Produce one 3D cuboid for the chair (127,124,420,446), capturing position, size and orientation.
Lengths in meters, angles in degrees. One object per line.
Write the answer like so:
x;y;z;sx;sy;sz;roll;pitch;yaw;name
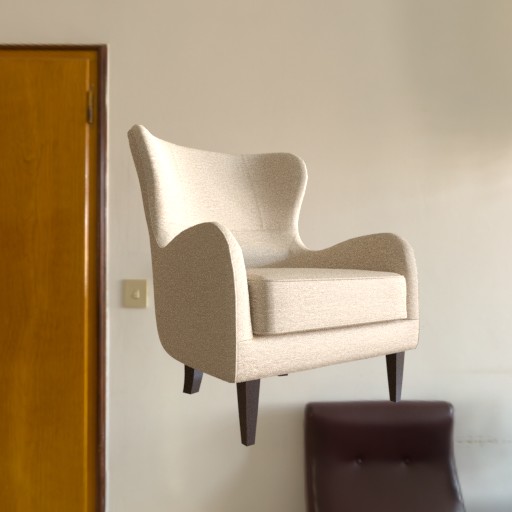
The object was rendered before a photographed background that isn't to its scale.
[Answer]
0.000;0.000;1.773;0.861;1.064;0.984;1;-1;-36;chair
